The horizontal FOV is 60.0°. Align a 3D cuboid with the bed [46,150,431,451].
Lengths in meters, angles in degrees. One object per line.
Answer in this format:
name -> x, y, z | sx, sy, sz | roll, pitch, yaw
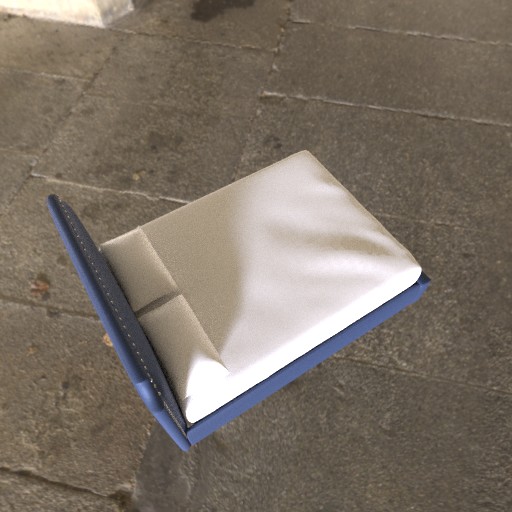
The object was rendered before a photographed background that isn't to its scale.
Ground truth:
bed -> 0.000, 0.000, 3.462 | 2.372, 1.443, 1.712 | -28, 62, -17
